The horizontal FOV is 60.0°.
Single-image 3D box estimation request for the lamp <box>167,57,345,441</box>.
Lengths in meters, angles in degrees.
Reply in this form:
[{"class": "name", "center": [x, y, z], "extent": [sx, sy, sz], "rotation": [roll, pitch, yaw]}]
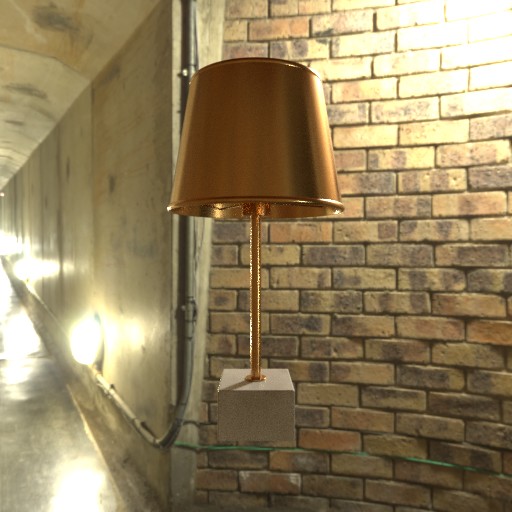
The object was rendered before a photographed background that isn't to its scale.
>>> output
[{"class": "lamp", "center": [0.000, 0.000, 0.530], "extent": [0.208, 0.406, 0.208], "rotation": [0, 0, 0]}]
